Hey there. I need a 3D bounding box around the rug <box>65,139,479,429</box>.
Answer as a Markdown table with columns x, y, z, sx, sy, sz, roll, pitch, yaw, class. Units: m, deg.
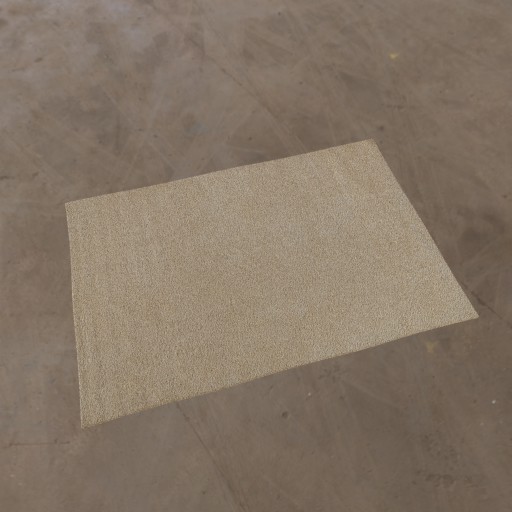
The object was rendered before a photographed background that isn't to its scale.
| x | y | z | sx | sy | sz | roll | pitch | yaw | class |
| --- | --- | --- | --- | --- | --- | --- | --- | --- | --- |
| 0.000 | 0.000 | 3.334 | 2.699 | 0.025 | 1.800 | -14 | 59 | -8 | rug |
